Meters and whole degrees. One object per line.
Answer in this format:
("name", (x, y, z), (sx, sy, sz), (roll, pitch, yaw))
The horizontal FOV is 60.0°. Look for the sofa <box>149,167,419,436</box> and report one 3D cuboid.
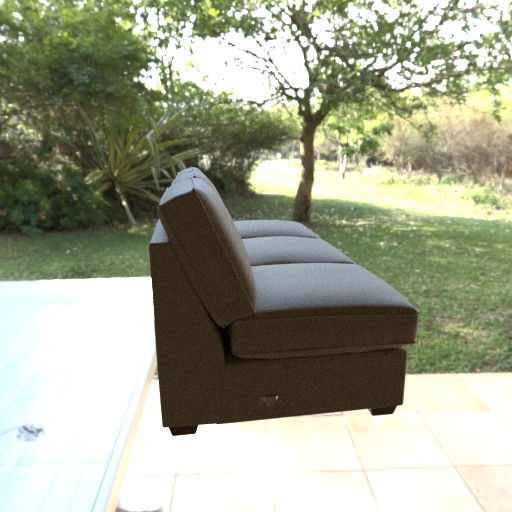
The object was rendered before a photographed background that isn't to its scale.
("sofa", (0.000, 0.000, 2.547), (1.027, 0.973, 1.962), (-2, 14, -8))
